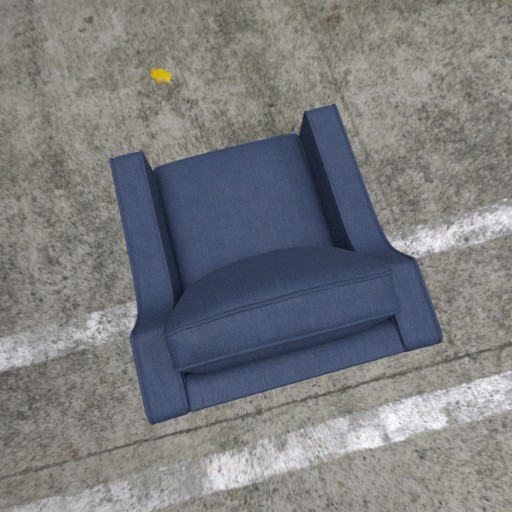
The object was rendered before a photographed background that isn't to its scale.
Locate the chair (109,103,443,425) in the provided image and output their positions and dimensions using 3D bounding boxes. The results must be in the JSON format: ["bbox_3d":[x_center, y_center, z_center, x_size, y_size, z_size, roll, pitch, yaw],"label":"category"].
[{"bbox_3d":[0.000,0.000,1.623,0.831,0.960,0.909,-15,76,-4],"label":"chair"}]
